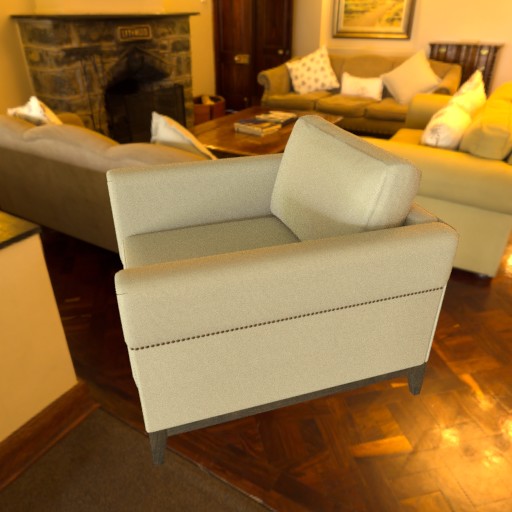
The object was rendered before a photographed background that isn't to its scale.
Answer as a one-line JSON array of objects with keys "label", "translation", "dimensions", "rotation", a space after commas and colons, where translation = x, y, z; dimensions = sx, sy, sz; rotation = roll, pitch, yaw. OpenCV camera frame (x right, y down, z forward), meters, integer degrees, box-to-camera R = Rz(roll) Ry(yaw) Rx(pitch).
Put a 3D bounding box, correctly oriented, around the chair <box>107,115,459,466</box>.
[{"label": "chair", "translation": [0.000, 0.000, 1.619], "dimensions": [0.959, 0.838, 0.914], "rotation": [-9, 31, -15]}]
